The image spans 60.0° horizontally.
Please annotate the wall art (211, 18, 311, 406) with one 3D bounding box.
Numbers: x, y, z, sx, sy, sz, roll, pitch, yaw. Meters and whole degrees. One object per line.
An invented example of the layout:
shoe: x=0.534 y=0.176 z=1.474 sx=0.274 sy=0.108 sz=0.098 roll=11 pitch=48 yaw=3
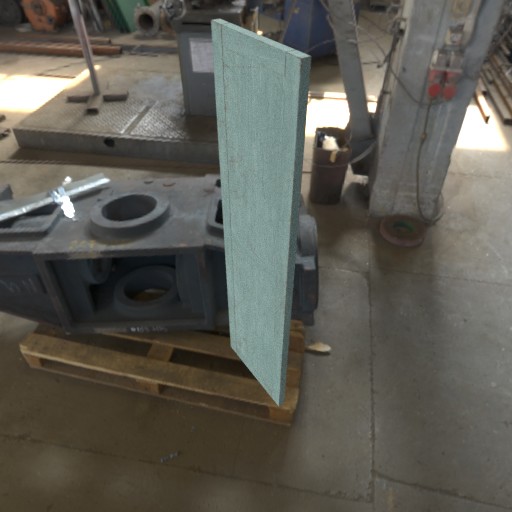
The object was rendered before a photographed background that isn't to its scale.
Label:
wall art: x=0.000 y=0.000 z=1.325 sx=0.025 sy=1.219 sz=0.329 roll=-25 pitch=47 yaw=-25
